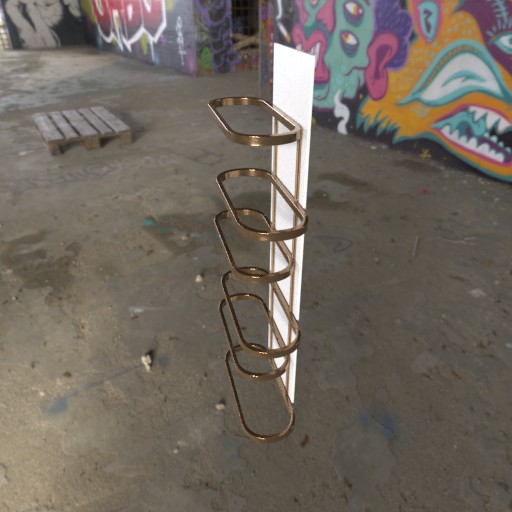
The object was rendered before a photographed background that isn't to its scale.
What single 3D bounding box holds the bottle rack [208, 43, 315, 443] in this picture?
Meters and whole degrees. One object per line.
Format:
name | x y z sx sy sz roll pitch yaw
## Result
bottle rack | 0.000 0.000 0.835 0.118 0.709 0.332 -7 31 -12
